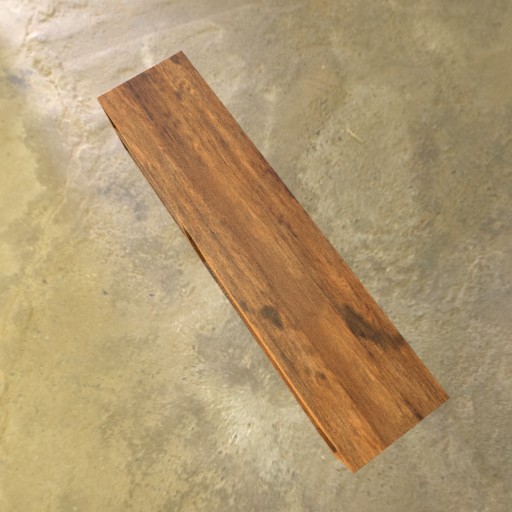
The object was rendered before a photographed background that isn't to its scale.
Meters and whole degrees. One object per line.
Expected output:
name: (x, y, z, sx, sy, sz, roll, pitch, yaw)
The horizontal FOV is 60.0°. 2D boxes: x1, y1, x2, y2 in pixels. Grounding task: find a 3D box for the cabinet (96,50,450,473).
cabinet: (0.000, 0.000, 1.657, 0.349, 0.528, 1.448, -34, 77, -9)
